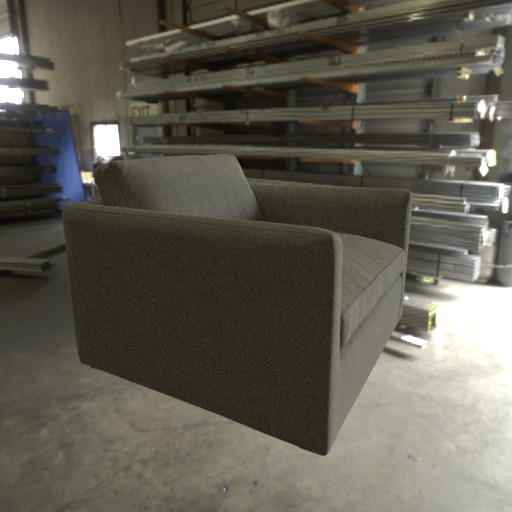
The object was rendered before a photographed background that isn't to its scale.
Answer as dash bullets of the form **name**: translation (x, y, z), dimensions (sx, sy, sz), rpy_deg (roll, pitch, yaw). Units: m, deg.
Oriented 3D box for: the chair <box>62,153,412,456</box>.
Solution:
- **chair**: translation (0.000, 0.000, 1.870), dimensions (1.091, 0.845, 1.190), rpy_deg (7, 16, 27)
